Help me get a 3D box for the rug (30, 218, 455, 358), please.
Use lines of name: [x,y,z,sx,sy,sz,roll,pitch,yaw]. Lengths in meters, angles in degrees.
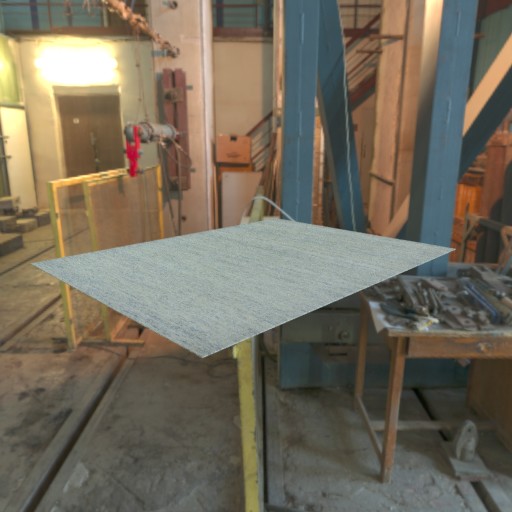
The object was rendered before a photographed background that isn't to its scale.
rug: [0.000,0.000,4.167,3.197,0.006,2.438,-14,21,-43]
